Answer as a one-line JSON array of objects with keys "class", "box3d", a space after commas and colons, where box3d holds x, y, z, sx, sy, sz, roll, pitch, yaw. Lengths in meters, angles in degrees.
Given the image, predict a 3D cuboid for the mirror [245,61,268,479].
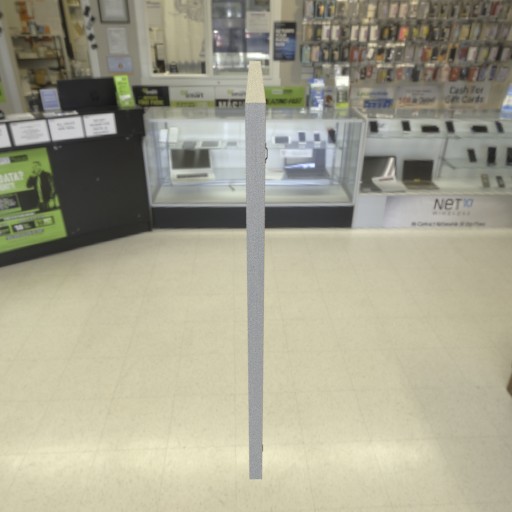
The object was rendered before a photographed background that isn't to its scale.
[{"class": "mirror", "box3d": [0.000, 0.000, 1.338, 0.040, 1.016, 0.762, 0, 29, 0]}]
